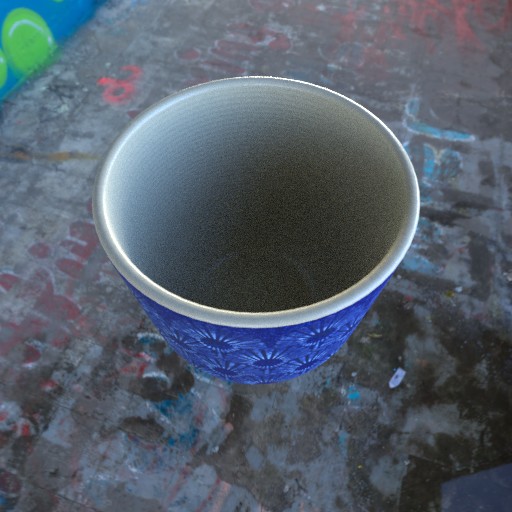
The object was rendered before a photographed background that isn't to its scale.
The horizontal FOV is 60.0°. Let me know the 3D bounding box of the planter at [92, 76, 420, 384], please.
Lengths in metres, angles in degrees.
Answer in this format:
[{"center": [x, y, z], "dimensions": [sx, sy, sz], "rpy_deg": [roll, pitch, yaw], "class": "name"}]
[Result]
[{"center": [0.000, 0.000, 0.362], "dimensions": [0.206, 0.190, 0.206], "rpy_deg": [0, 58, 0], "class": "planter"}]
